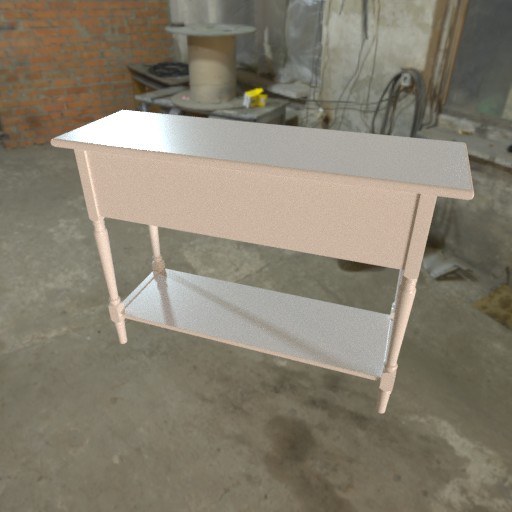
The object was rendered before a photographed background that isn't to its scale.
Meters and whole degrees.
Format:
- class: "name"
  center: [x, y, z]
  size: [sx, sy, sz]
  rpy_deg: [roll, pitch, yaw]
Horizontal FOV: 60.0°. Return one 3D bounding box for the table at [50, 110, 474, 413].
- class: "table"
  center: [0.000, 0.000, 1.542]
  size: [1.191, 0.814, 0.386]
  rpy_deg: [11, 33, 16]
